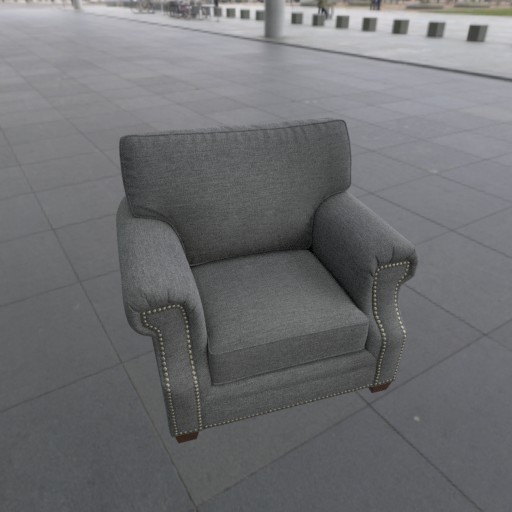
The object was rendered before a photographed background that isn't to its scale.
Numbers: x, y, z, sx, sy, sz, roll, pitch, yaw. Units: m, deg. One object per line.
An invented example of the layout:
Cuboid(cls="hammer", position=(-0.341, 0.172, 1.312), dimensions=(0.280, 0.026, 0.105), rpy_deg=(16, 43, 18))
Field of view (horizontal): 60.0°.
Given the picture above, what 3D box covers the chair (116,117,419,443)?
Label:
Cuboid(cls="chair", position=(0.000, 0.000, 1.870), dimensions=(1.092, 0.961, 0.965), rpy_deg=(-9, 32, -15))
